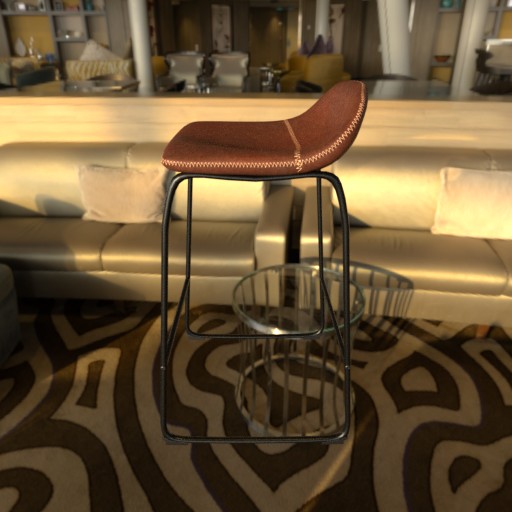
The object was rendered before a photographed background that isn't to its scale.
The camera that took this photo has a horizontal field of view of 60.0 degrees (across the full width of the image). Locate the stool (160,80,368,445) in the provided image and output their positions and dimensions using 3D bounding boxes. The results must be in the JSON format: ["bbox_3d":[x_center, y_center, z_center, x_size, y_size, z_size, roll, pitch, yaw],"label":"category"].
[{"bbox_3d":[0.000,0.000,1.132,0.473,0.830,0.454,0,26,0],"label":"stool"}]
